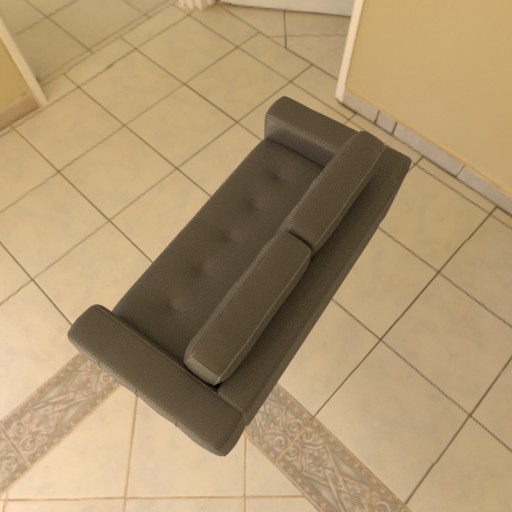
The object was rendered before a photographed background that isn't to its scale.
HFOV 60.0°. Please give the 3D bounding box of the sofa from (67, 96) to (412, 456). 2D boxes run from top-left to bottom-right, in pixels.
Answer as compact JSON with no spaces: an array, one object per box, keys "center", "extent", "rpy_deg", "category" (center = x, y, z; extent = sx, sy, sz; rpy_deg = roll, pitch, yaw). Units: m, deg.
[{"center":[0.000,0.000,2.247],"extent":[0.833,0.892,1.726],"rpy_deg":[32,68,15],"category":"sofa"}]
